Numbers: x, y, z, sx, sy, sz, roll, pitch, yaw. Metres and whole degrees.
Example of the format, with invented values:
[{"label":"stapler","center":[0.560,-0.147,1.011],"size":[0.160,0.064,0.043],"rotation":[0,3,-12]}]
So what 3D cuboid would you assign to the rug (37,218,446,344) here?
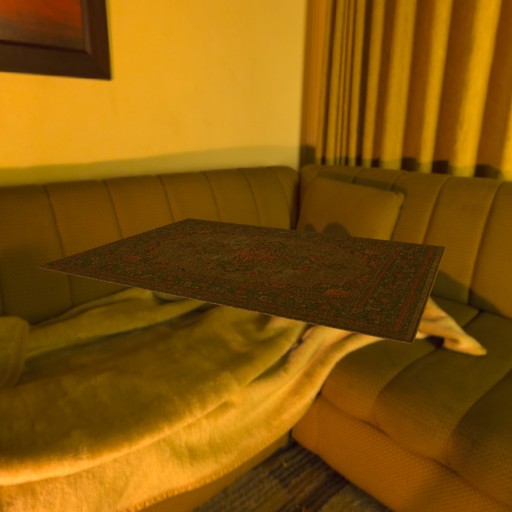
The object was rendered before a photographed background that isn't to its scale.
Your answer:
[{"label":"rug","center":[0.000,0.000,2.936],"size":[2.214,0.013,1.609],"rotation":[8,19,25]}]
